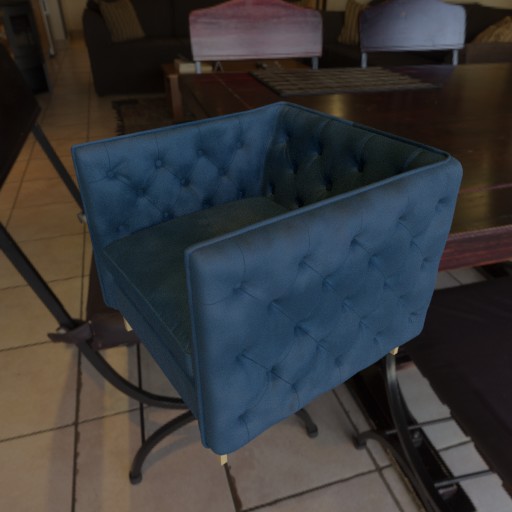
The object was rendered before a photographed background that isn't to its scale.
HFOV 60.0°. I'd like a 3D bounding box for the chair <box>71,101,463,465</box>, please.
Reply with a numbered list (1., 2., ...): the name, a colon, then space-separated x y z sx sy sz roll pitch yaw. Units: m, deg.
1. chair: 0.000 0.000 1.503 0.877 0.771 0.868 -21 38 -29
